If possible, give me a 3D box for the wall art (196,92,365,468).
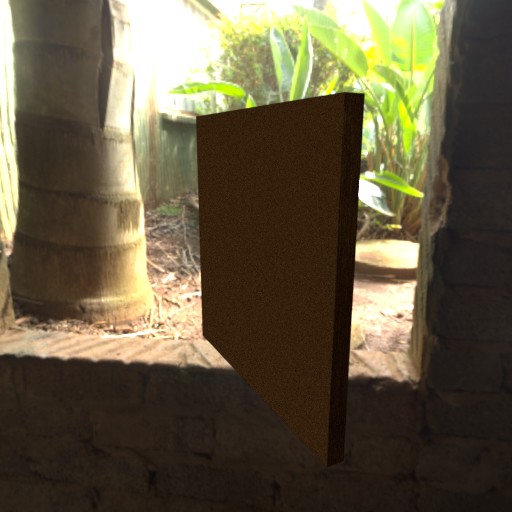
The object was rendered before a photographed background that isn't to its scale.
[{"bbox_3d":[0.000,0.000,0.951,0.042,0.608,0.611,-7,16,-26],"label":"wall art"}]
